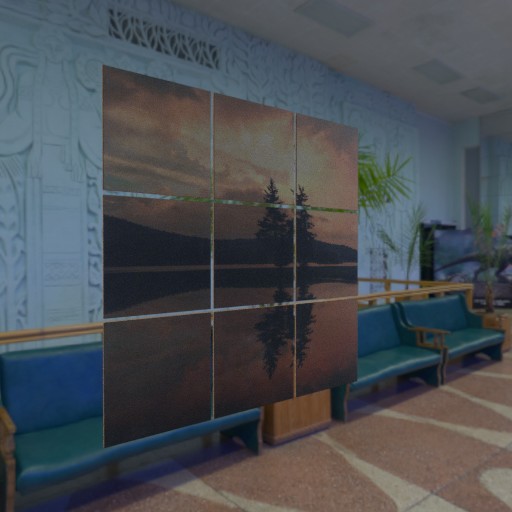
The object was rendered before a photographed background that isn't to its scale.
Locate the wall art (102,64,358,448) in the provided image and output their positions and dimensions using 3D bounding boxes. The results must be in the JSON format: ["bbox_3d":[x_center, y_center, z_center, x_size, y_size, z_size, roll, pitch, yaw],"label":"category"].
[{"bbox_3d":[0.000,0.000,2.221,1.520,1.525,0.013,-1,1,-37],"label":"wall art"}]
